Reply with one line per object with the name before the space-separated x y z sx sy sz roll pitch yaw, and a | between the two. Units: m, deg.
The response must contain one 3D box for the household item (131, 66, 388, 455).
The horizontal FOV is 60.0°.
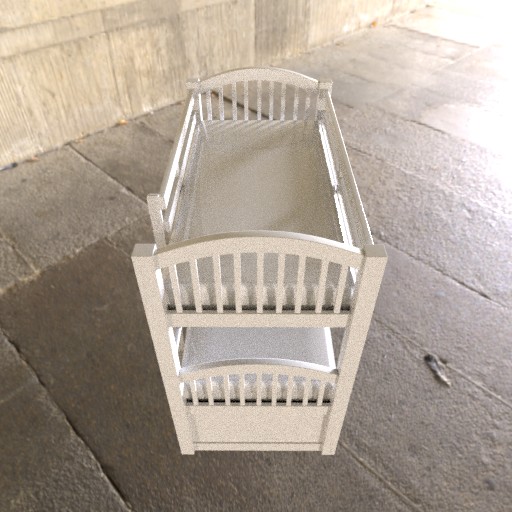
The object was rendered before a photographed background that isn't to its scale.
household item | 0.000 0.000 3.269 1.143 2.032 2.032 0 42 0
